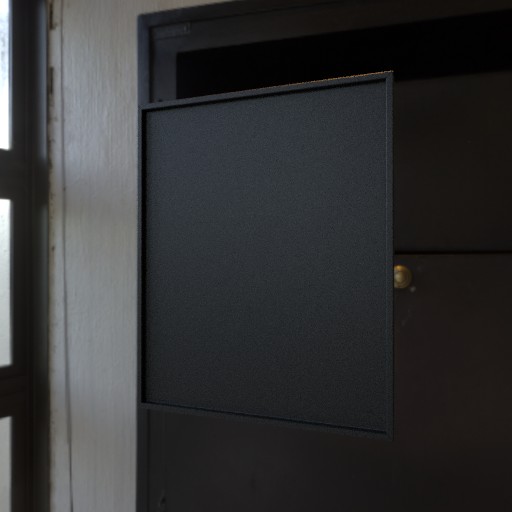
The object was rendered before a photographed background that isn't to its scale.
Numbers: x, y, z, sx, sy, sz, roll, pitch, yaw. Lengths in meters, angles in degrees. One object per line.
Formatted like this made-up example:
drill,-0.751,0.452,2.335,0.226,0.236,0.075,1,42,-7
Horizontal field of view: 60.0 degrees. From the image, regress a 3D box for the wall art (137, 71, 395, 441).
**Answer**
wall art,0.000,0.000,0.756,0.449,0.555,0.039,0,0,19
